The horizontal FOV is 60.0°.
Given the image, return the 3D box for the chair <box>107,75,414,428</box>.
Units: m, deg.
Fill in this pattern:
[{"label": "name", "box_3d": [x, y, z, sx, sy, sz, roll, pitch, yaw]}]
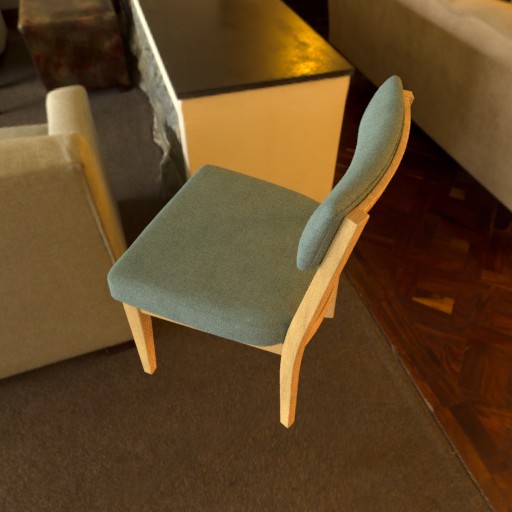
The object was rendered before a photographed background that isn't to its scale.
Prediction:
[{"label": "chair", "box_3d": [0.000, 0.000, 1.140, 0.572, 0.832, 0.508, 17, 49, 16]}]
